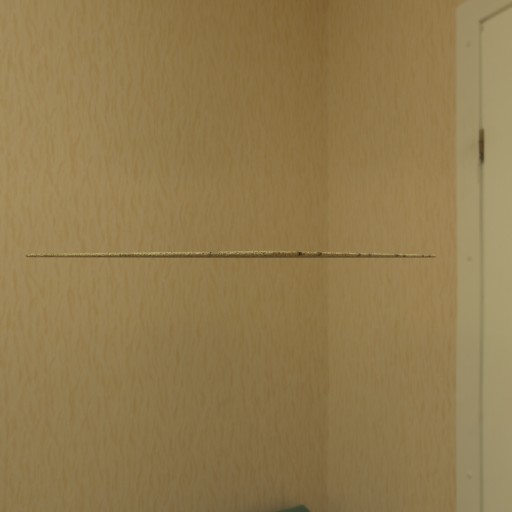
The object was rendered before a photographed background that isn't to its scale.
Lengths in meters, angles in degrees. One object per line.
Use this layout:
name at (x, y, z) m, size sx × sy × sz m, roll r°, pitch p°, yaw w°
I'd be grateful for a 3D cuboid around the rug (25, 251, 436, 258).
rug at (0.000, 0.000, 4.029) m, size 2.399 × 0.026 × 3.000 m, roll 0°, pitch 0°, yaw 36°
